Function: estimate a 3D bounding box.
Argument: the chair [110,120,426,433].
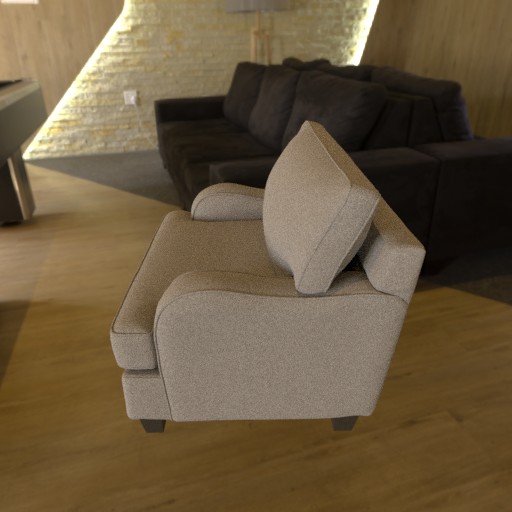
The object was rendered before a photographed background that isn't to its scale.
[{"bbox_3d":[0.000,0.000,2.017,1.040,1.016,1.220,0,26,-1],"label":"chair"}]
